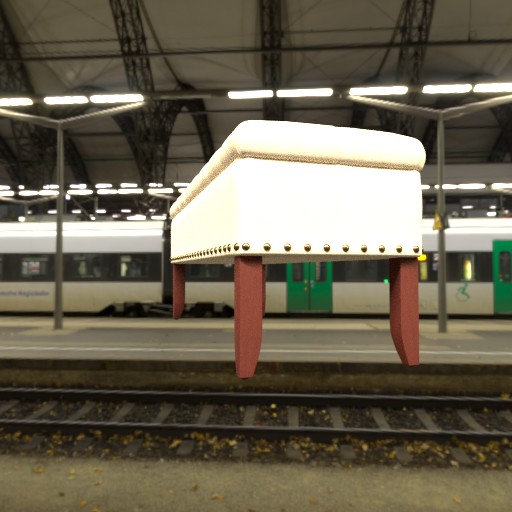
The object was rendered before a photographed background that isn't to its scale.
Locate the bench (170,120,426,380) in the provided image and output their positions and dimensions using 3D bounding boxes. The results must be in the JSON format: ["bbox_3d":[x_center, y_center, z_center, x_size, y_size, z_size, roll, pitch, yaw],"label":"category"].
[{"bbox_3d":[0.000,0.000,1.310,0.400,0.470,1.054,1,-2,-17],"label":"bench"}]
